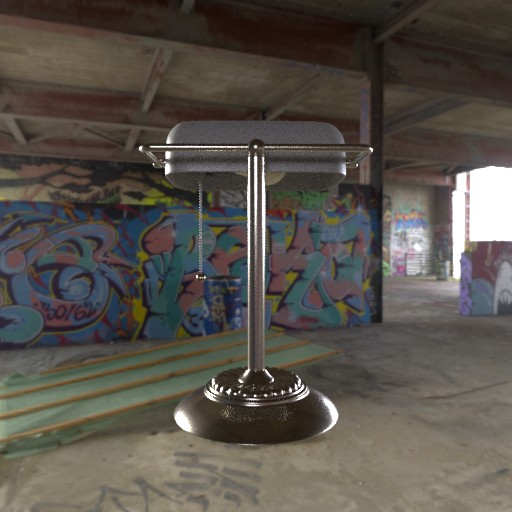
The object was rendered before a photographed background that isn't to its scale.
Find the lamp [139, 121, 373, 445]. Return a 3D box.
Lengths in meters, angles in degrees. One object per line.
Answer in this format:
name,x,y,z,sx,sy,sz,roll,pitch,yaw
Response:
lamp,0.000,0.000,0.519,0.264,0.339,0.243,0,1,-1
